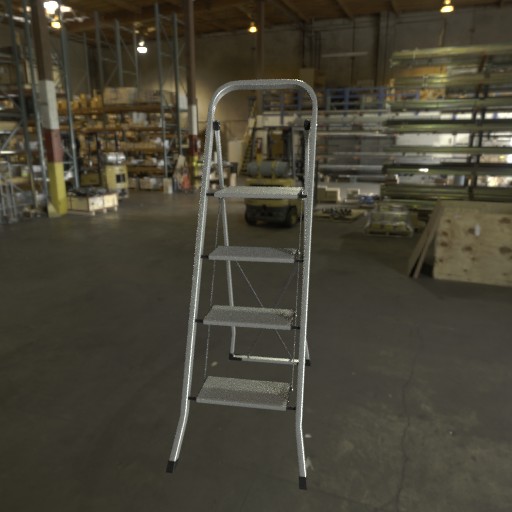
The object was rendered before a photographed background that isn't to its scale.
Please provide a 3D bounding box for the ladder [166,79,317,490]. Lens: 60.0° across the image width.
[{"bbox_3d":[0.000,0.000,1.666,0.465,1.290,0.830,2,14,9],"label":"ladder"}]
